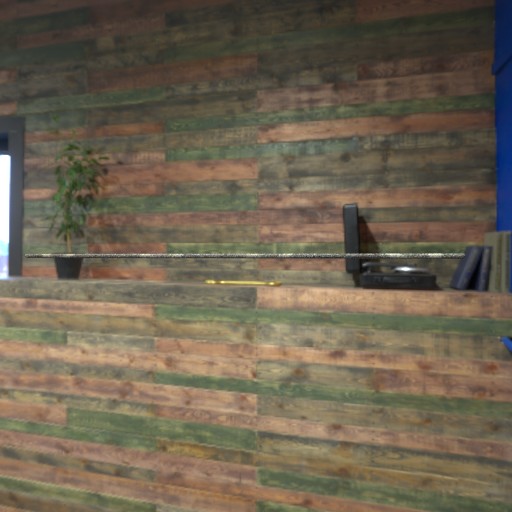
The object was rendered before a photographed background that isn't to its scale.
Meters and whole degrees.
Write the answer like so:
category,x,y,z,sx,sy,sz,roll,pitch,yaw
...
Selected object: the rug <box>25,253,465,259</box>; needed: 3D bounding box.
category,x,y,z,sx,sy,sz,roll,pitch,yaw
rug,0.000,0.000,3.415,2.701,0.026,1.801,0,0,17
